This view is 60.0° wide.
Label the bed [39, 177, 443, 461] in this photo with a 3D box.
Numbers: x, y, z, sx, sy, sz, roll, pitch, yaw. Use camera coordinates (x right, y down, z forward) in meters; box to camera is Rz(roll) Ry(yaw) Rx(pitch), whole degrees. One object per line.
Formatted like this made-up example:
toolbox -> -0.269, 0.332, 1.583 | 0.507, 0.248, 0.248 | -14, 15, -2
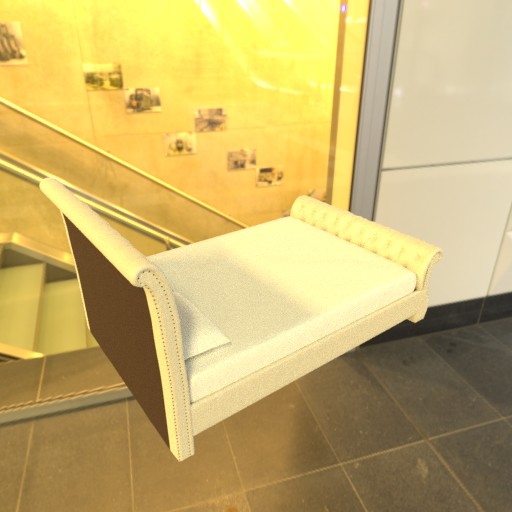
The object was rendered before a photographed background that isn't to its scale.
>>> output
bed -> 0.000, 0.000, 3.366 | 2.493, 1.268, 1.606 | -18, 32, -32
